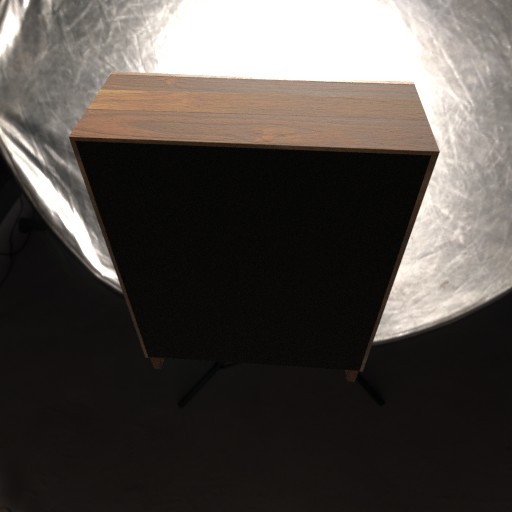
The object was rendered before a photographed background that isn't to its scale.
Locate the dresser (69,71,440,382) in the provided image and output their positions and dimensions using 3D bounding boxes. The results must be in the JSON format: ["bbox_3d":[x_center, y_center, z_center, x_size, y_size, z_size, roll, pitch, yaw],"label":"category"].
[{"bbox_3d":[0.000,0.000,1.918,1.062,1.393,0.442,3,47,3],"label":"dresser"}]
